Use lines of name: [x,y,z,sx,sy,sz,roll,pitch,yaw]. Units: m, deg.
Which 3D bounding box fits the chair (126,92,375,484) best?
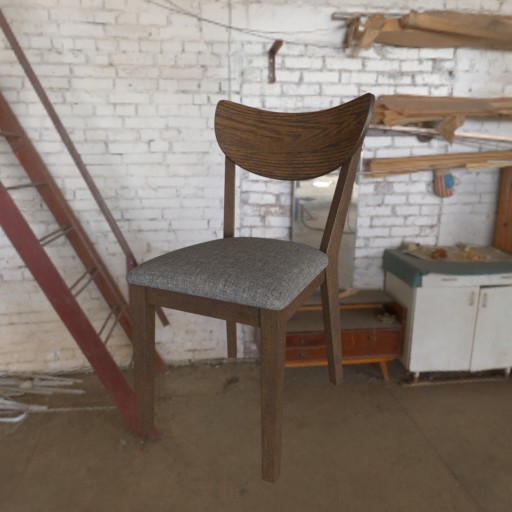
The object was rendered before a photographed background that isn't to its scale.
chair: [0.000,0.000,1.197,0.491,0.849,0.583,7,16,26]
